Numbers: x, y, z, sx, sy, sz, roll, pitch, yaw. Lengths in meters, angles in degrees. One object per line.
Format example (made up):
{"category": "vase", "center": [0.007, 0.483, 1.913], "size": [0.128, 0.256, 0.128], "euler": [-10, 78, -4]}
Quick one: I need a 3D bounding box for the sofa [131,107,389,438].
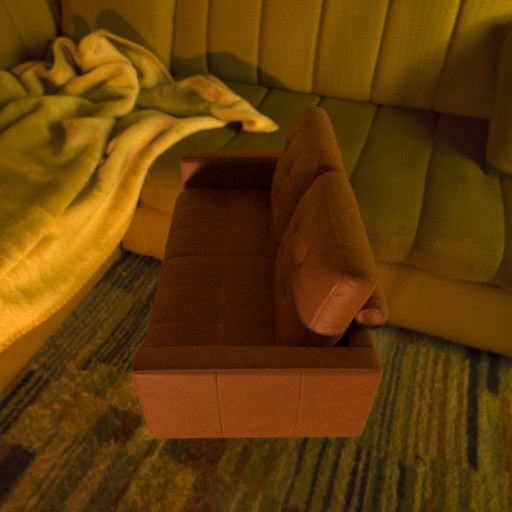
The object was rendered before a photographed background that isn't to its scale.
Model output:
{"category": "sofa", "center": [0.000, 0.000, 1.992], "size": [0.868, 0.898, 1.430], "euler": [0, 42, 0]}
